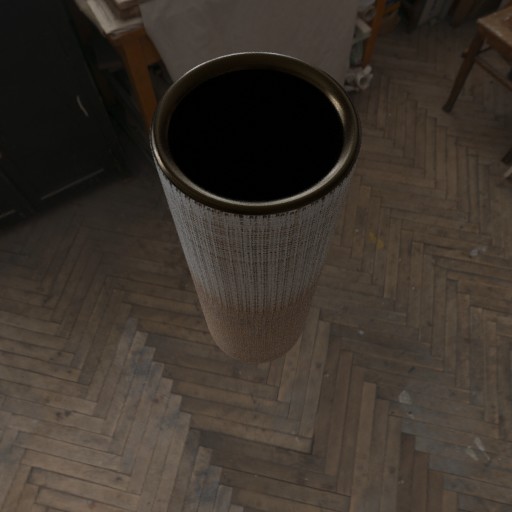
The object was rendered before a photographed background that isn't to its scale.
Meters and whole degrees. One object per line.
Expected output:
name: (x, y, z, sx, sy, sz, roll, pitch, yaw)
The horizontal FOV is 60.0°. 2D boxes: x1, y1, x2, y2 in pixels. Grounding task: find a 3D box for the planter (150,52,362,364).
planter: (0.000, 0.000, 0.329, 0.099, 0.278, 0.099, 16, 65, 8)
